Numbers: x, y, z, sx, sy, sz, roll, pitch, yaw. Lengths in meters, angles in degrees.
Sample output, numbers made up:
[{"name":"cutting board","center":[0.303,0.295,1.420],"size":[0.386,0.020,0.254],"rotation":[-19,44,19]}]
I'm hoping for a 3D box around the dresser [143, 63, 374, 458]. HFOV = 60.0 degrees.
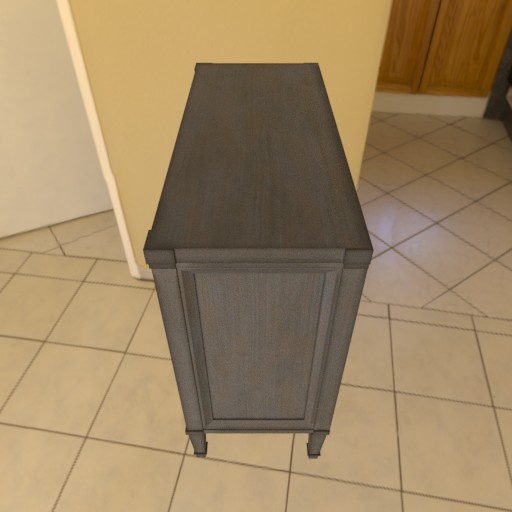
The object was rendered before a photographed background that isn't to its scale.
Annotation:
[{"name":"dresser","center":[0.000,0.000,1.590],"size":[0.463,0.986,1.049],"rotation":[0,42,0]}]
